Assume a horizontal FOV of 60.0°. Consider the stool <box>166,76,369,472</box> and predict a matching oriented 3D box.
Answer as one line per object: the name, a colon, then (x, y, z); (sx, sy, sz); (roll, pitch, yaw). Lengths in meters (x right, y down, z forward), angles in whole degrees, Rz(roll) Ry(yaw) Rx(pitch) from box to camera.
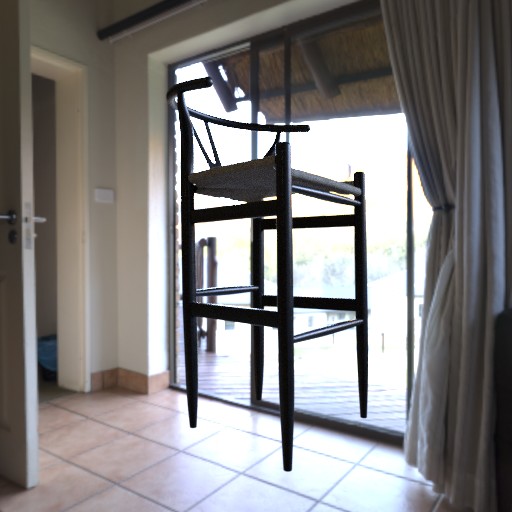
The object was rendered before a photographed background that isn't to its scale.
stool: (0.000, 0.000, 1.458); (0.579, 1.072, 0.569); (0, -1, 37)
